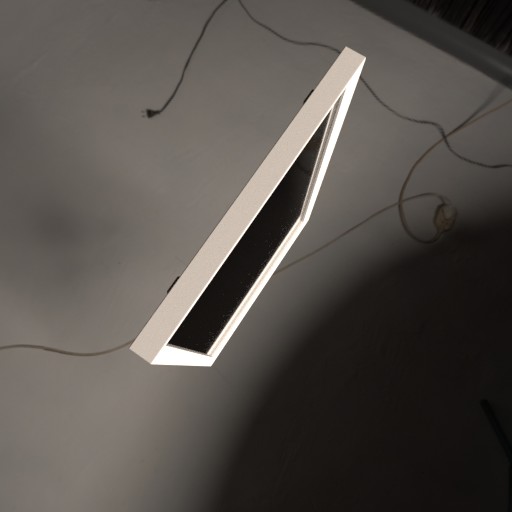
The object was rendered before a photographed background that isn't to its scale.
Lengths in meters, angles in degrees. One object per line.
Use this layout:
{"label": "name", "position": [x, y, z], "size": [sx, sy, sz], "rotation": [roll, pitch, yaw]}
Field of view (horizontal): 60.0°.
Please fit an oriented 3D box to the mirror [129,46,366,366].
{"label": "mirror", "position": [0.000, 0.000, 0.923], "size": [0.039, 0.710, 0.507], "rotation": [33, 78, 8]}
